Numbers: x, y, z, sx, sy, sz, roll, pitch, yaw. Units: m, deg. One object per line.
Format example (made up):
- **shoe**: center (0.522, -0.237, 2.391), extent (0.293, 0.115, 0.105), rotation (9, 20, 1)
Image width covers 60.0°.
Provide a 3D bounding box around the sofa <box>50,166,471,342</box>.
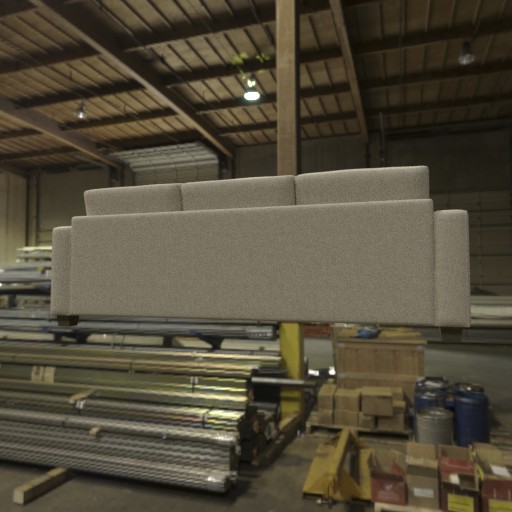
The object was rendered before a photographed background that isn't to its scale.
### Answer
- **sofa**: center (0.000, 0.000, 2.596), extent (2.160, 0.800, 0.900), rotation (-1, -3, 17)
